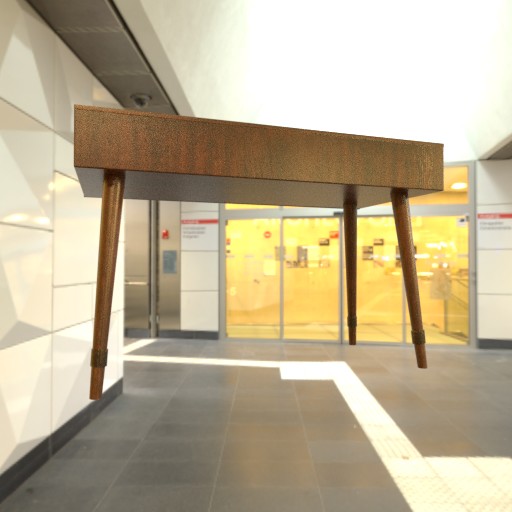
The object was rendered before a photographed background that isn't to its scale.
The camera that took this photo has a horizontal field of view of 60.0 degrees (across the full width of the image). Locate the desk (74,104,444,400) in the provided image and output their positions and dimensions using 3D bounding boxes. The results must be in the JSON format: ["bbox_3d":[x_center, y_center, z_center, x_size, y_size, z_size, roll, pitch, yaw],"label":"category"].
[{"bbox_3d":[0.000,0.000,2.124,1.577,1.031,0.734,0,-1,-19],"label":"desk"}]
